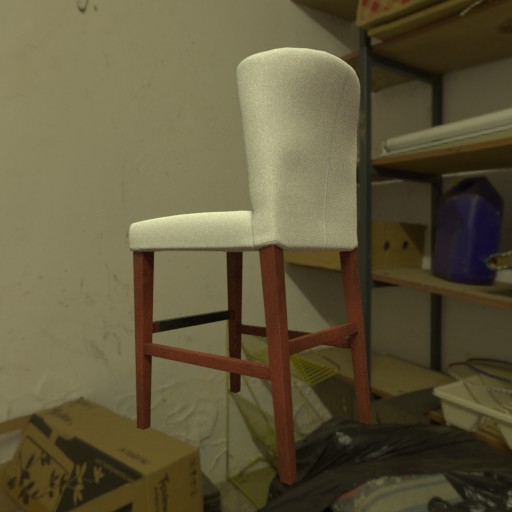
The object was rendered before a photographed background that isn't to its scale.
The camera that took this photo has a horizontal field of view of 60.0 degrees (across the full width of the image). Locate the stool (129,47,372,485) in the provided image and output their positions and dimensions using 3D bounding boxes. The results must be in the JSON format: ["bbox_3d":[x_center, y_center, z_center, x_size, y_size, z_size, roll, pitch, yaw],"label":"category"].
[{"bbox_3d":[0.000,0.000,1.264,0.568,0.968,0.479,0,0,37],"label":"stool"}]
